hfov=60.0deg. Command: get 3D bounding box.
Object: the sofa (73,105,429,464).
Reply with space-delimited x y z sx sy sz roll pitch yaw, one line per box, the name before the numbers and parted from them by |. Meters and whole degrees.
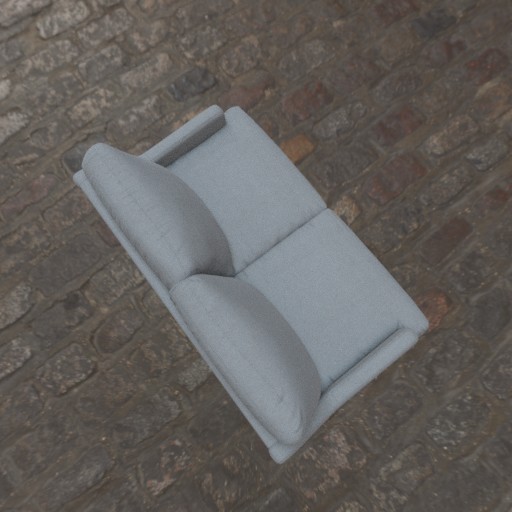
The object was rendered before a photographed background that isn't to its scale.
sofa | 0.000 0.000 2.196 0.987 0.921 1.589 -36 77 -10
